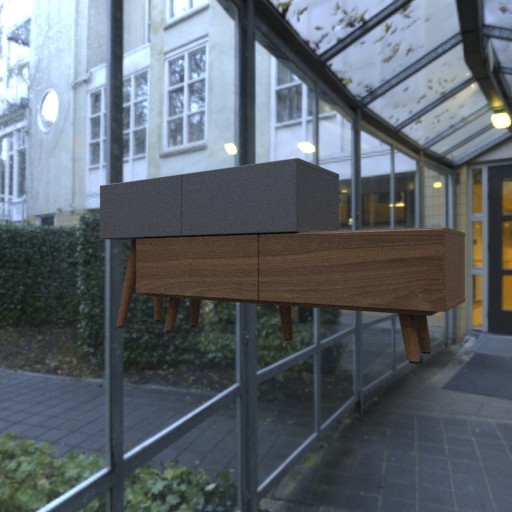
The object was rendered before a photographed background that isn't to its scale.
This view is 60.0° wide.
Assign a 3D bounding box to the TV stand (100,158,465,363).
[{"bbox_3d":[0.000,0.000,1.599,1.336,0.591,0.329,0,0,34],"label":"TV stand"}]
